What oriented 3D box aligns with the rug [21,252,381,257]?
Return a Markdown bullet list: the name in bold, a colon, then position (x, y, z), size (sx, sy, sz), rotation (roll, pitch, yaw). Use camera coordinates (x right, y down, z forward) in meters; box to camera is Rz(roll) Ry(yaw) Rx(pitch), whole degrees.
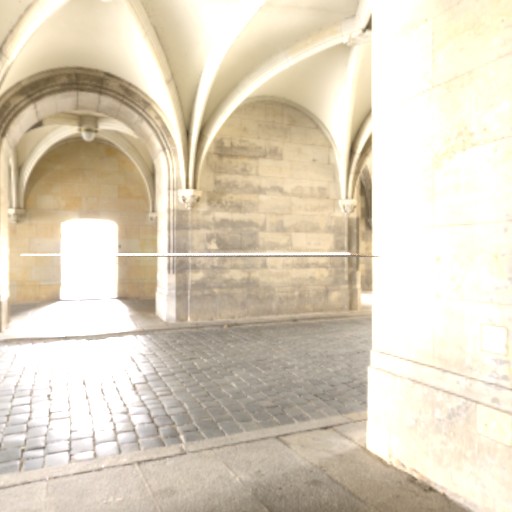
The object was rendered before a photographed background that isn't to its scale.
- **rug**: position (0.000, 0.000, 3.000), size (1.524, 0.008, 2.440), rotation (0, 0, 18)
